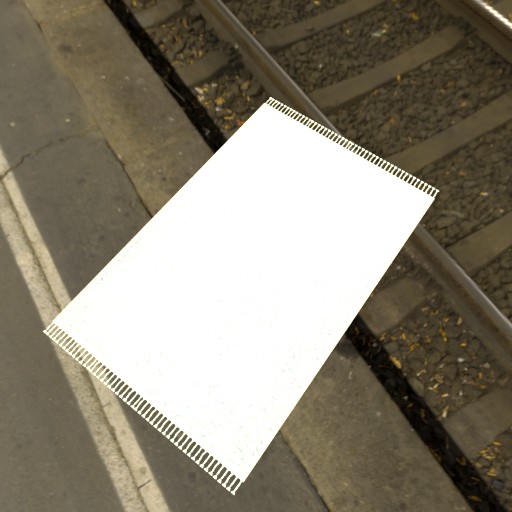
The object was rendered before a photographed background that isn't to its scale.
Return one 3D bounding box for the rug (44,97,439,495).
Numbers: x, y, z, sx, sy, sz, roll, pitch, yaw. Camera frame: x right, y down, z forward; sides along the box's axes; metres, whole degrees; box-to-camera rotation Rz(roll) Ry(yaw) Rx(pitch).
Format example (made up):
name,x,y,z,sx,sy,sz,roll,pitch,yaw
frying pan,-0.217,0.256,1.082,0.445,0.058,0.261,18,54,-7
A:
name,x,y,z,sx,sy,sz,roll,pitch,yaw
rug,0.000,0.000,3.009,1.524,0.010,2.438,34,69,15
